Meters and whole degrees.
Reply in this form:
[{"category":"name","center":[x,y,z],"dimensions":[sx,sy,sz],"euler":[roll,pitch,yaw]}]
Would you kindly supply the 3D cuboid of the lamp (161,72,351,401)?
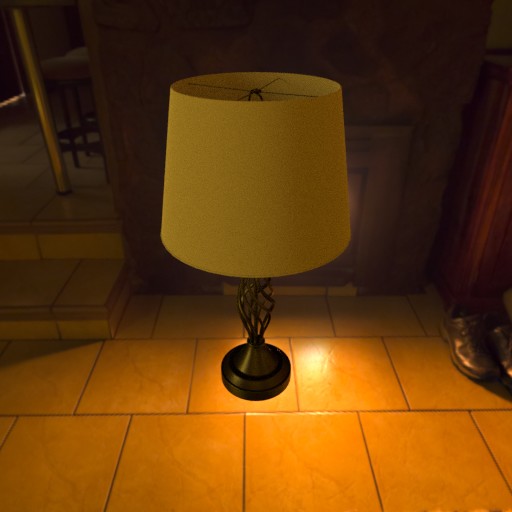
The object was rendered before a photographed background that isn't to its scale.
[{"category":"lamp","center":[0.000,0.000,0.813],"dimensions":[0.331,0.594,0.331],"euler":[0,30,0]}]
